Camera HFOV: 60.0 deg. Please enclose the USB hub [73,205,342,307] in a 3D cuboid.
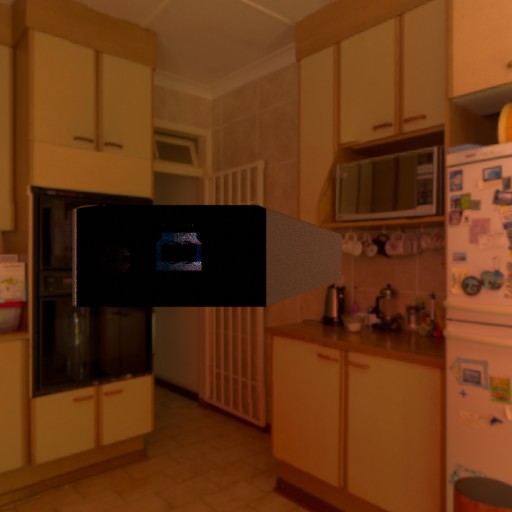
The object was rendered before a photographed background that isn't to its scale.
[{"bbox_3d":[0.000,0.000,0.163,0.044,0.023,0.145,0,0,19],"label":"USB hub"}]
